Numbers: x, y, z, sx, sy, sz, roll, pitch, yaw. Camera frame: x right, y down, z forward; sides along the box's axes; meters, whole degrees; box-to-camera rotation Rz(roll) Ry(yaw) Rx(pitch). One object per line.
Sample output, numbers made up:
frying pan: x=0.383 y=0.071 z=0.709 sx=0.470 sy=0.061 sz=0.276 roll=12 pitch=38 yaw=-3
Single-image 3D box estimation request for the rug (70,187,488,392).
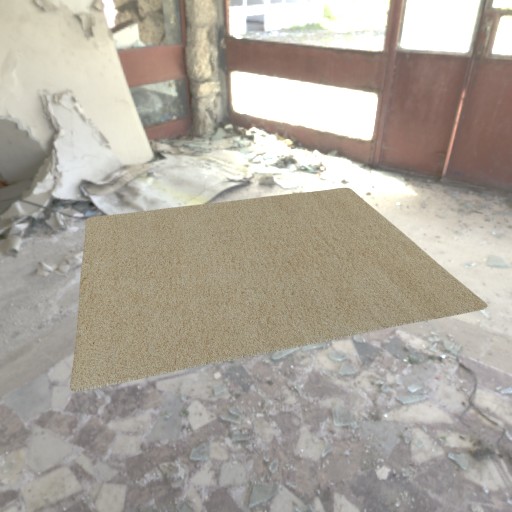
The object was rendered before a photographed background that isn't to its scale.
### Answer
rug: x=0.000 y=0.000 z=3.987 sx=3.001 sy=0.025 sz=2.401 roll=-8 pitch=33 yaw=-13
